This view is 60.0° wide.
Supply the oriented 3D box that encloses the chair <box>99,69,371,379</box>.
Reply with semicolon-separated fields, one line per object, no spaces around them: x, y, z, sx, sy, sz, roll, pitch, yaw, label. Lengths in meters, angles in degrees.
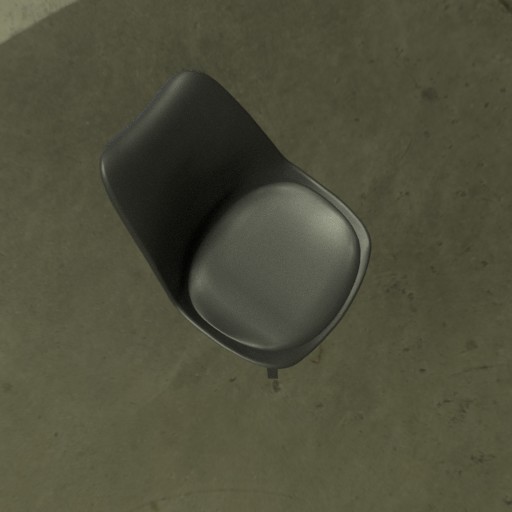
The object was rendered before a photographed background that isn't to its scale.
0.000;0.000;1.177;0.550;0.850;0.485;37;78;9;chair
